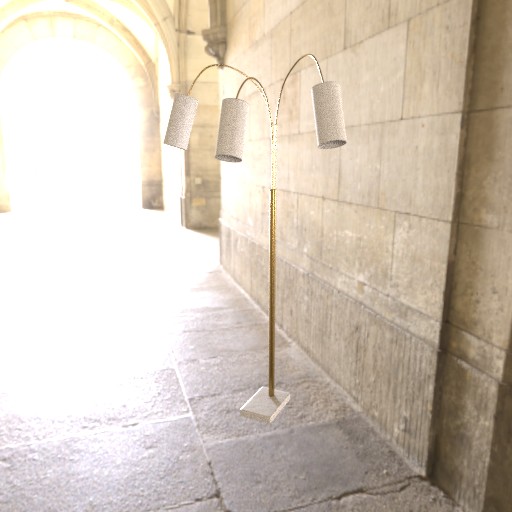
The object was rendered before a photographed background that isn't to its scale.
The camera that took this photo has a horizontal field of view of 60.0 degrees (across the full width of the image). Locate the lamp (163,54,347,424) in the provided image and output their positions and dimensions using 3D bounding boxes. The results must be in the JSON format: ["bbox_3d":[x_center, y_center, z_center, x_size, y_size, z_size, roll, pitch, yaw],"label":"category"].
[{"bbox_3d":[0.000,0.000,2.459,1.020,2.055,0.667,6,14,26],"label":"lamp"}]
